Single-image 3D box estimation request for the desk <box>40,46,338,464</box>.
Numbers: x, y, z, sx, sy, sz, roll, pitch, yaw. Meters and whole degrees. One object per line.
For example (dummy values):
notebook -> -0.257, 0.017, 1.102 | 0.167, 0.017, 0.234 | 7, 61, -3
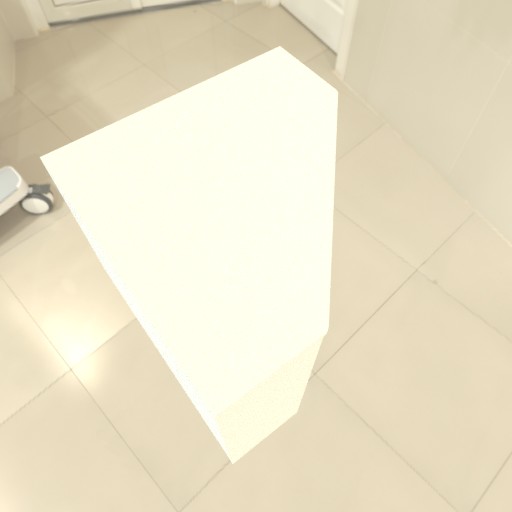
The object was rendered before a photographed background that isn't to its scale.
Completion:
desk -> 0.000, 0.000, 1.633 | 0.926, 0.818, 0.940 | -33, 64, -18
